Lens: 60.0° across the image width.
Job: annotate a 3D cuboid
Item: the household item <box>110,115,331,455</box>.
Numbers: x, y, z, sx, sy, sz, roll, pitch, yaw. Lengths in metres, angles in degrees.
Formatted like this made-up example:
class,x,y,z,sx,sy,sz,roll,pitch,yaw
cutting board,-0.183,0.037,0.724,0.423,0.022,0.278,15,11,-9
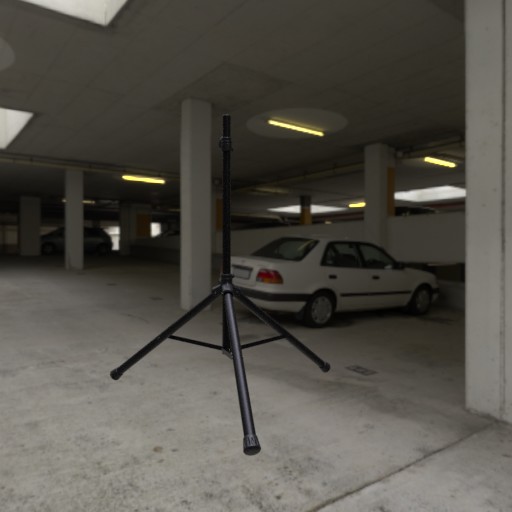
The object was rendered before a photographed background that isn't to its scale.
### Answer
class,x,y,z,sx,sy,sz,roll,pitch,yaw
household item,0.000,0.000,1.895,0.907,1.136,1.045,0,0,-38
